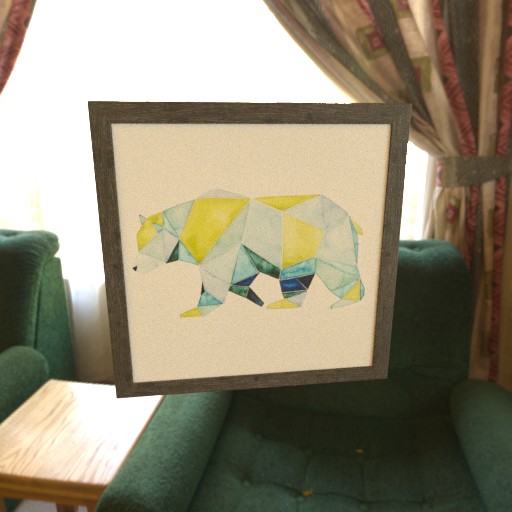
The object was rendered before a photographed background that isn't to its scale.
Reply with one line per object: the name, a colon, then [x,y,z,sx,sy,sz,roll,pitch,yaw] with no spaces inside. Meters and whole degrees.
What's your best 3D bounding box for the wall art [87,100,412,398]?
wall art: [0.000,0.000,0.701,0.462,0.459,0.027,-2,16,-7]
